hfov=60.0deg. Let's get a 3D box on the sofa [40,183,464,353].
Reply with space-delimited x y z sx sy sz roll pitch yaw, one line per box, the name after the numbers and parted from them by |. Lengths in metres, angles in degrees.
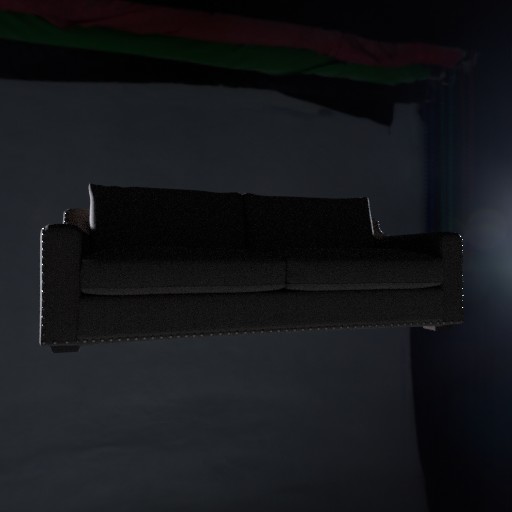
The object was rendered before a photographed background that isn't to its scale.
0.000 0.000 2.643 2.208 0.857 1.000 0 0 -17 | sofa
